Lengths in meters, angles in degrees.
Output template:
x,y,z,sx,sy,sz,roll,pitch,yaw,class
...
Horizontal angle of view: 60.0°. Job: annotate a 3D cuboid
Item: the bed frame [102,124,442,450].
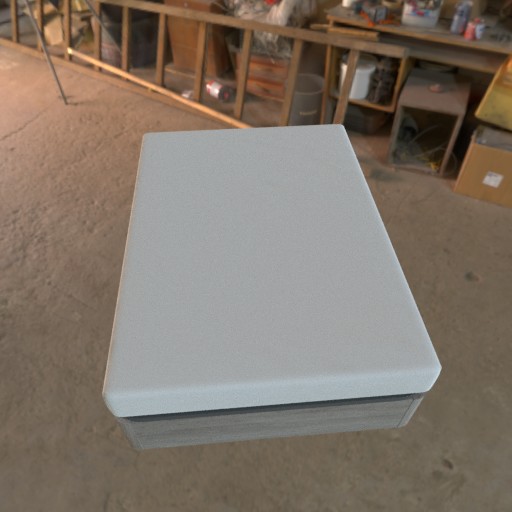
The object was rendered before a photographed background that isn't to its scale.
x,y,z,sx,sy,sz,roll,pitch,yaw,class
0.000,0.000,2.586,1.400,0.561,1.900,-4,48,-3,bed frame
